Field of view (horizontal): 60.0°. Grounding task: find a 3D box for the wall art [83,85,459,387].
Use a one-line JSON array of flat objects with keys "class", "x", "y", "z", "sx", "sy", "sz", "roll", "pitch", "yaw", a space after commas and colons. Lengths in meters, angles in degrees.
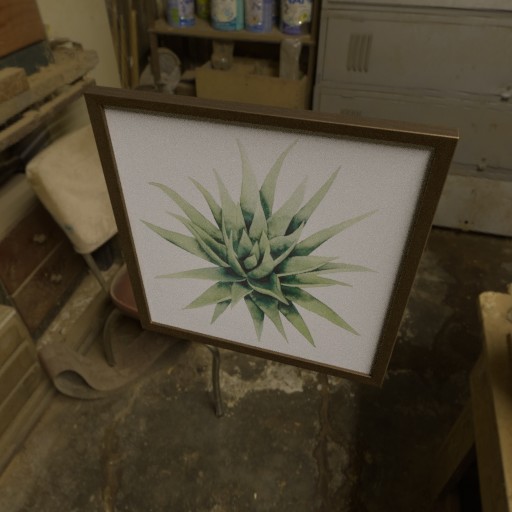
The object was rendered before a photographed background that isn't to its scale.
[{"class": "wall art", "x": 0.000, "y": 0.000, "z": 0.744, "sx": 0.503, "sy": 0.506, "sz": 0.030, "roll": 11, "pitch": 41, "yaw": 13}]
